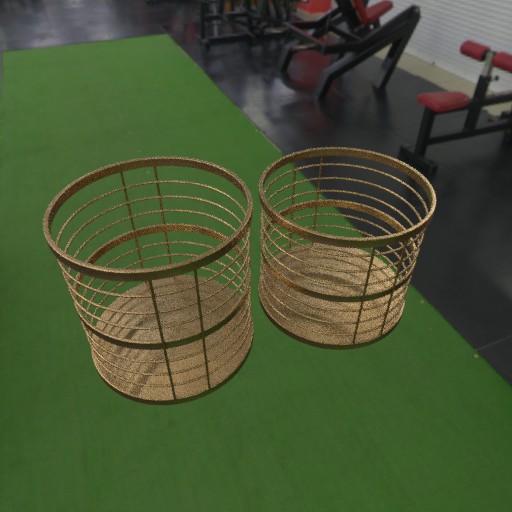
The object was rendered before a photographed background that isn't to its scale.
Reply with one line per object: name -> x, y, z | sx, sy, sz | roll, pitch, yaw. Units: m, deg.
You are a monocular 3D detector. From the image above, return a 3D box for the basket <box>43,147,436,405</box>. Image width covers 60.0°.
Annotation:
basket -> 0.000, 0.000, 0.938 | 0.746, 0.351, 0.356 | -13, 42, -15
